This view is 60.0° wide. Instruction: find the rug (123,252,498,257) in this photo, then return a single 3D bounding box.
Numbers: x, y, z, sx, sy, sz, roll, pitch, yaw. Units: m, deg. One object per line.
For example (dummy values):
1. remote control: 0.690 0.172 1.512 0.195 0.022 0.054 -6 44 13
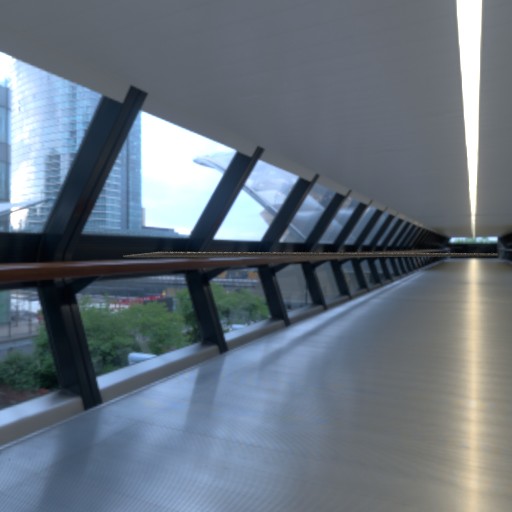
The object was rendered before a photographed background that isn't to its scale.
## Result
1. rug: 0.000 0.000 2.197 1.175 0.008 1.783 0 0 -19
